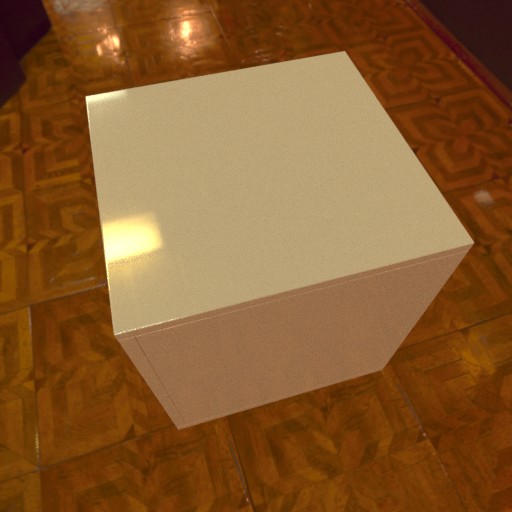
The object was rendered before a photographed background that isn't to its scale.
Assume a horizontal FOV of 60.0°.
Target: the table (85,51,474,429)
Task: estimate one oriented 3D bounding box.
[{"bbox_3d":[0.000,0.000,0.791,0.420,0.470,0.400,-14,58,-9],"label":"table"}]
